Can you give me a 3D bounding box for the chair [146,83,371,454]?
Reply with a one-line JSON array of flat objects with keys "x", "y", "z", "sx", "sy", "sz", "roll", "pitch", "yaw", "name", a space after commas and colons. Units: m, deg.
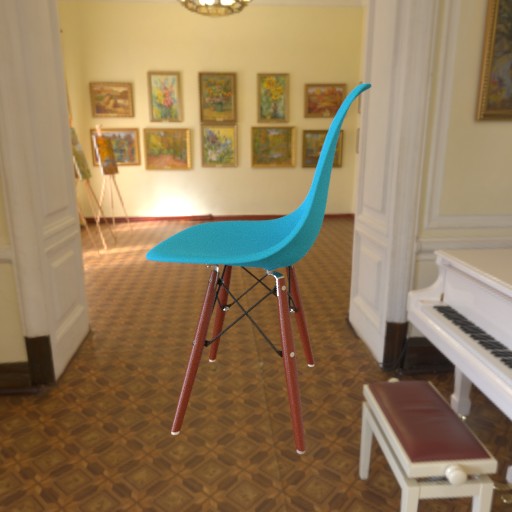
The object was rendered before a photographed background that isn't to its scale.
[{"x": 0.000, "y": 0.000, "z": 1.158, "sx": 0.533, "sy": 0.826, "sz": 0.470, "roll": 2, "pitch": 15, "yaw": 8, "name": "chair"}]
